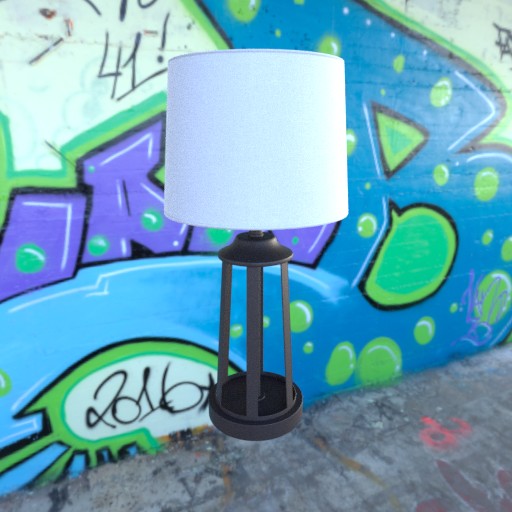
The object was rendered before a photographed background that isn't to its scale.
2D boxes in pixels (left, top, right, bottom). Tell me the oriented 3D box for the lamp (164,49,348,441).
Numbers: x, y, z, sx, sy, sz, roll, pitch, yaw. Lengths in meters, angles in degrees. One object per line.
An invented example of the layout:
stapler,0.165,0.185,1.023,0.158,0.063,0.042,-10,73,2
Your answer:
lamp,0.000,0.000,0.634,0.251,0.509,0.251,0,16,0
